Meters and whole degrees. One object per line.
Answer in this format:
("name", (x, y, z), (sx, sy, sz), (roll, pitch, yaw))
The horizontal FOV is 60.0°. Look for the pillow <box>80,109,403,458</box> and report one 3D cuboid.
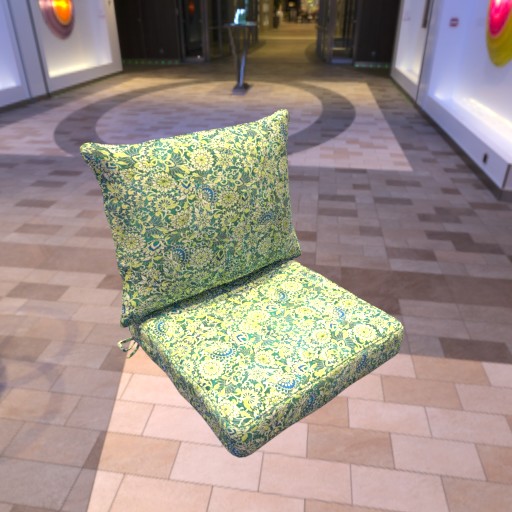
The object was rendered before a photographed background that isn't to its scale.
("pillow", (0.000, 0.000, 1.393), (0.798, 0.722, 0.740), (-21, 35, -33))
